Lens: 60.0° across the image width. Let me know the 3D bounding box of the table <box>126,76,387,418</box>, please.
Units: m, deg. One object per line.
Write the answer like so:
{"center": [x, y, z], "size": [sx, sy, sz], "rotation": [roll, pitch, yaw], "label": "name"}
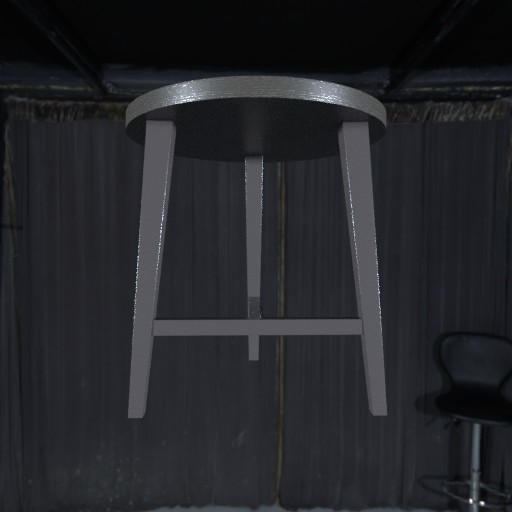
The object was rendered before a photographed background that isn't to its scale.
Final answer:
{"center": [0.000, 0.000, 0.893], "size": [0.500, 0.531, 0.500], "rotation": [0, 1, 0], "label": "table"}
